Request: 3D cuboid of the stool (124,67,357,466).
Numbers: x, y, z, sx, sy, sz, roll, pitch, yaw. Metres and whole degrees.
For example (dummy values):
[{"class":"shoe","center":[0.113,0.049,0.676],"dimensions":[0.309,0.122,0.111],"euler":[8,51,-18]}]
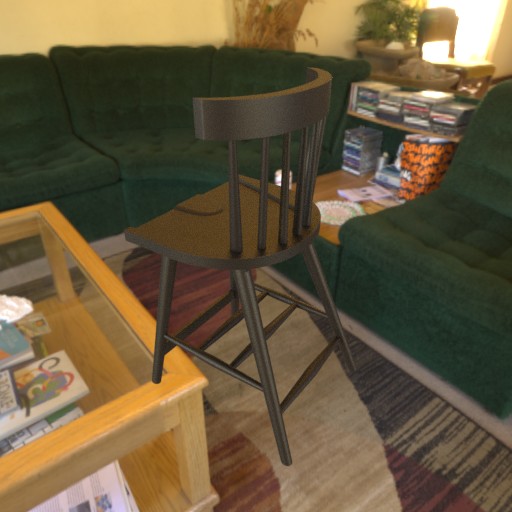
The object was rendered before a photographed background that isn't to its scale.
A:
[{"class":"stool","center":[0.000,0.000,1.271],"dimensions":[0.549,0.953,0.494],"euler":[20,37,29]}]
